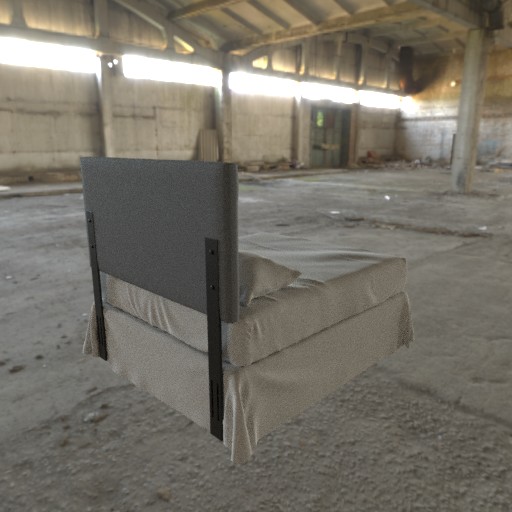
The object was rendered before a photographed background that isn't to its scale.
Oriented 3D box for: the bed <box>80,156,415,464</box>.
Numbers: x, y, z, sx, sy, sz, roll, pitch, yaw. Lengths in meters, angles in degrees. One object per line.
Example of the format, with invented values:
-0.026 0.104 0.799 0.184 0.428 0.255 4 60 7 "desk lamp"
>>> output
0.000 0.000 3.575 1.936 1.577 2.222 14 19 43 "bed"
